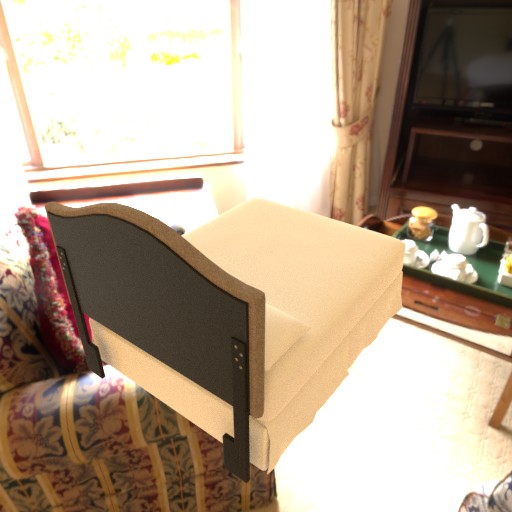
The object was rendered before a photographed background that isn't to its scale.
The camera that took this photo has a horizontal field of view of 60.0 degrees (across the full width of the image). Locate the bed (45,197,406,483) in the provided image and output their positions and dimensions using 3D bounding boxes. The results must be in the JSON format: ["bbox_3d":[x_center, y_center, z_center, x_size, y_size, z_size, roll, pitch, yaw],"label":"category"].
[{"bbox_3d":[0.000,0.000,3.297,1.713,1.518,2.153,21,37,31],"label":"bed"}]
